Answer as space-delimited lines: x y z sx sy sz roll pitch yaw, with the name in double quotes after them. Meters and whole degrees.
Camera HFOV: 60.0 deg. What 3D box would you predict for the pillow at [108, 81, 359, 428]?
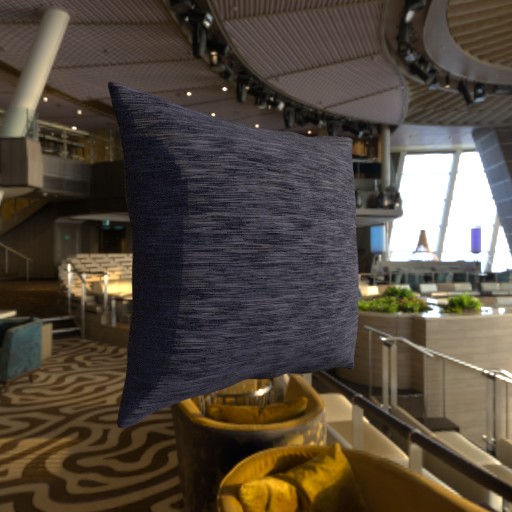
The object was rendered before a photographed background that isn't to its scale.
0.000 0.000 0.684 0.452 0.439 0.204 0 0 -36 "pillow"
